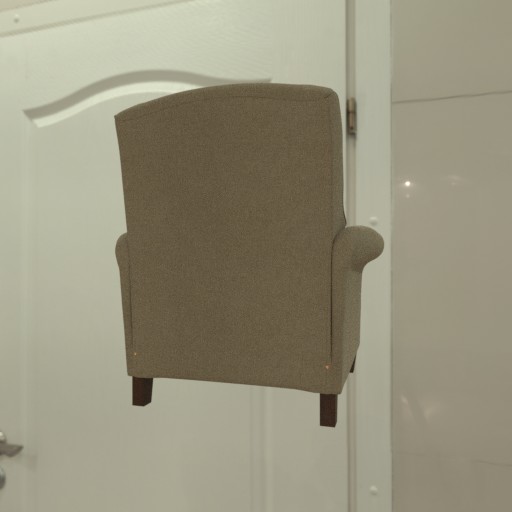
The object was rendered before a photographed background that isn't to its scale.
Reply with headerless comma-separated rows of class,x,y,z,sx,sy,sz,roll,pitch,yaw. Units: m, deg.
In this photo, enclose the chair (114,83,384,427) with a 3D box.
chair,0.000,0.000,1.784,0.978,1.061,0.905,0,-1,17
